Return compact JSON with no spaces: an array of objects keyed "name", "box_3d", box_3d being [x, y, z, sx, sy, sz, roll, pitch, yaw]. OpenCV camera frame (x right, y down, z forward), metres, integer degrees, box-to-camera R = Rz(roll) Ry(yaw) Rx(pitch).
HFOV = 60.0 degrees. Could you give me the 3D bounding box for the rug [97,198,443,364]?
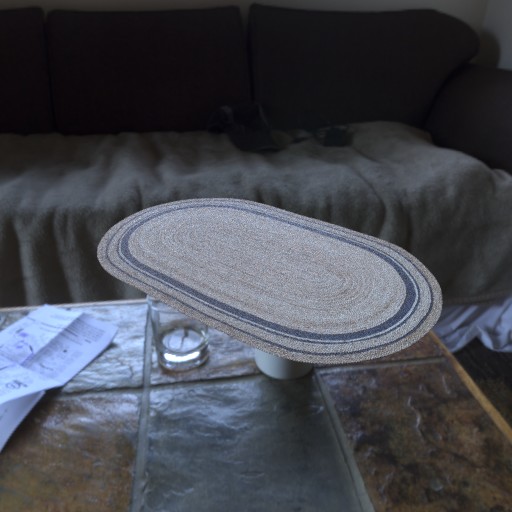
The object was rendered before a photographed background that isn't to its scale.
[{"name":"rug","box_3d":[0.000,0.000,3.025,2.432,0.006,1.520,20,36,32]}]
